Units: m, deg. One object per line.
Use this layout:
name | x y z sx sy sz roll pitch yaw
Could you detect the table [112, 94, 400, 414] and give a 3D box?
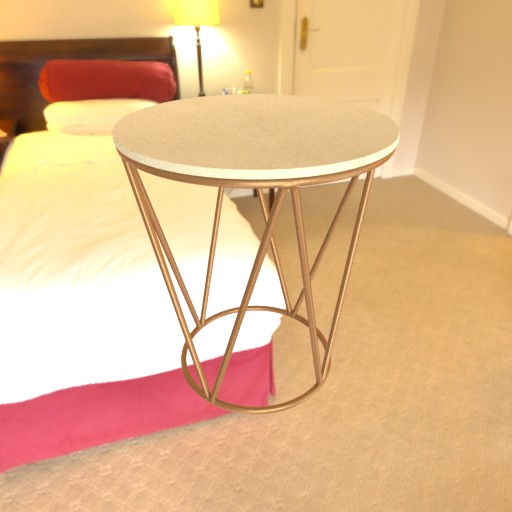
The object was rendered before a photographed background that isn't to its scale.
table | 0.000 0.000 0.943 0.500 0.564 0.500 0 31 0
